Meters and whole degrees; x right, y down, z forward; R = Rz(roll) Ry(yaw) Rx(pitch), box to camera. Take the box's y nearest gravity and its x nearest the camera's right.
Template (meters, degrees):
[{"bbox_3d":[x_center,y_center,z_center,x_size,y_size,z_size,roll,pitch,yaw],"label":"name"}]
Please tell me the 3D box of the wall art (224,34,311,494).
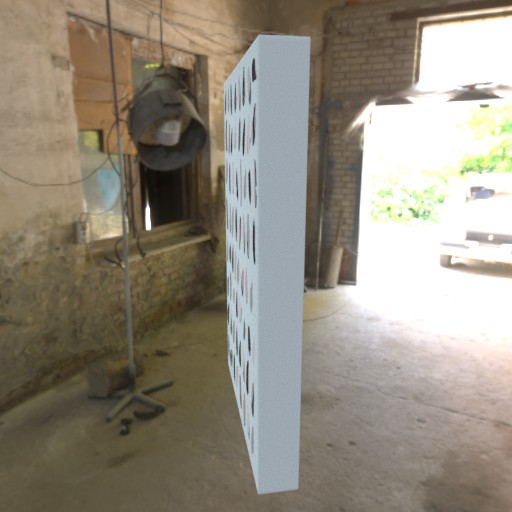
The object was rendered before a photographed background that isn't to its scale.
[{"bbox_3d":[0.000,0.000,0.479,0.039,0.381,0.252,-2,14,-9],"label":"wall art"}]
